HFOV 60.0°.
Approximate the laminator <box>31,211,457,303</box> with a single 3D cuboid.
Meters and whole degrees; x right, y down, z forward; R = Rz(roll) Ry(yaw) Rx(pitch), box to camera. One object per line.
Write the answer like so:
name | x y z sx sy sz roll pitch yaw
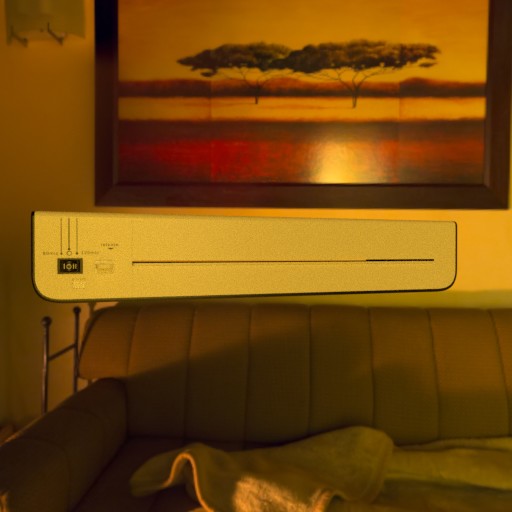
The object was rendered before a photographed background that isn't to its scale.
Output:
laminator | 0.000 0.000 0.389 0.340 0.062 0.123 0 1 -17
